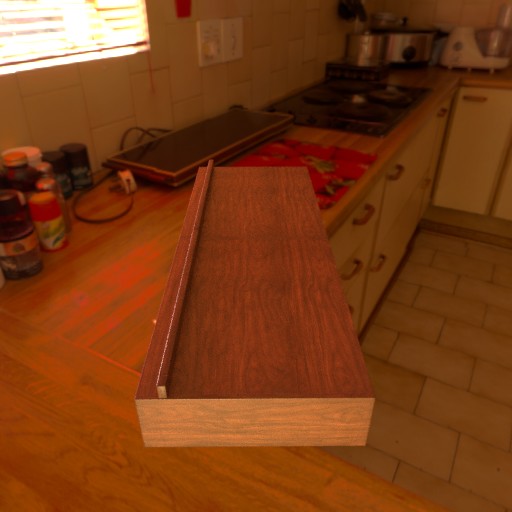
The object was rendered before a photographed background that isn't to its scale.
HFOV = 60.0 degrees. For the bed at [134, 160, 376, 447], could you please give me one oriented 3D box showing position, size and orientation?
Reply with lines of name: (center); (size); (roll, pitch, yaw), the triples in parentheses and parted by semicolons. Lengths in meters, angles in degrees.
bed: (0.000, 0.000, 2.333); (0.787, 0.326, 2.057); (0, 32, 0)
